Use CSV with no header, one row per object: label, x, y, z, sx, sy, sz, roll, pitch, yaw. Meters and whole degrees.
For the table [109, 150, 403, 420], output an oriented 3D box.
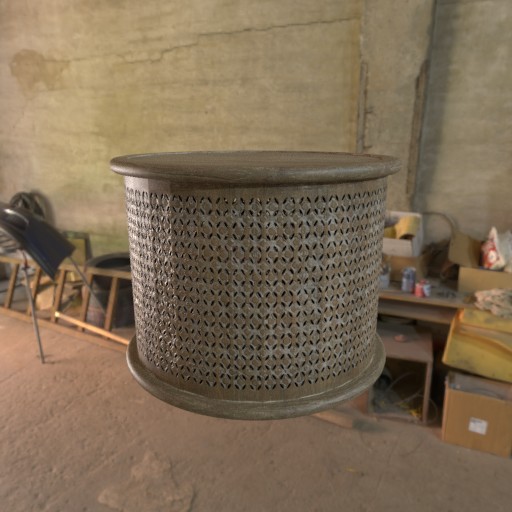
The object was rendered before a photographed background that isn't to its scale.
table,0.000,0.000,1.021,0.607,0.450,0.607,0,16,0
